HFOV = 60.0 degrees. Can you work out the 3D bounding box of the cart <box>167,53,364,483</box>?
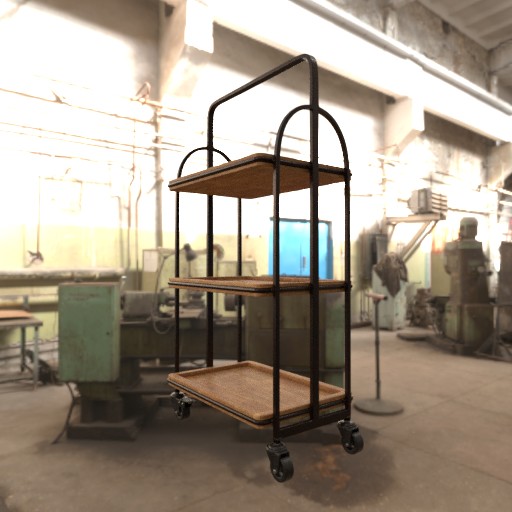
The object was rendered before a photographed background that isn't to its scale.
[{"bbox_3d":[0.000,0.000,1.255,0.327,1.001,0.553,0,-1,-37],"label":"cart"}]
